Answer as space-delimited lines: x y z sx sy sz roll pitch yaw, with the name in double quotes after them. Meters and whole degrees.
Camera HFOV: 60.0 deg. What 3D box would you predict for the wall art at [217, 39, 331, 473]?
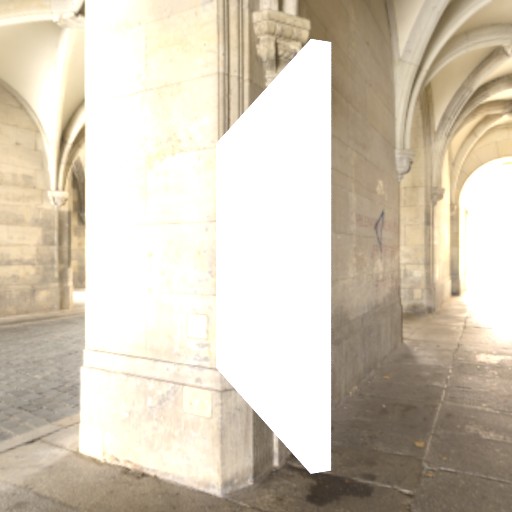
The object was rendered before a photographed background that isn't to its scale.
0.000 0.000 0.841 0.028 0.559 0.559 0 0 -18 "wall art"
